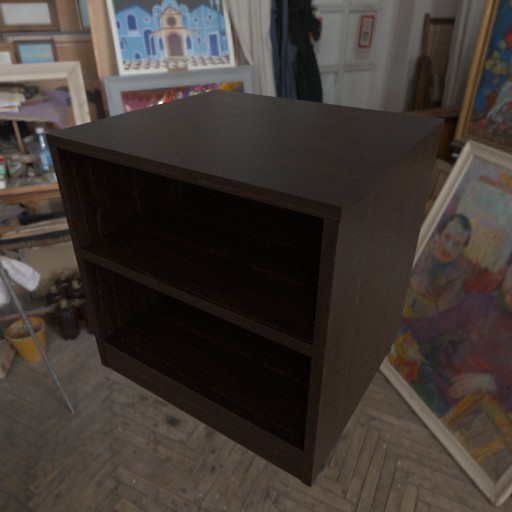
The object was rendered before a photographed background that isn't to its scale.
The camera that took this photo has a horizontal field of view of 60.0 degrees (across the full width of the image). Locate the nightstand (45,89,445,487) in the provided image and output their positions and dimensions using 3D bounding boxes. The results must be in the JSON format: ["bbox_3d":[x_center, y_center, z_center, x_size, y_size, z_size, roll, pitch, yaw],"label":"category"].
[{"bbox_3d":[0.000,0.000,0.838,0.489,0.487,0.427,19,36,28],"label":"nightstand"}]
